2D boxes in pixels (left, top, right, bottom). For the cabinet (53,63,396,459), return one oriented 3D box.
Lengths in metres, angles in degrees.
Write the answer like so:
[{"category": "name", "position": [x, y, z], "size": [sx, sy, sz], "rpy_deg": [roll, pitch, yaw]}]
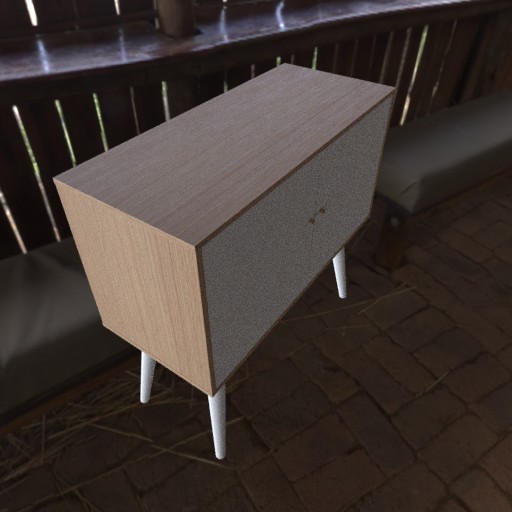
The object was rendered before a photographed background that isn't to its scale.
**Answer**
[{"category": "cabinet", "position": [0.000, 0.000, 1.638], "size": [0.470, 1.016, 1.057], "rpy_deg": [25, 47, 26]}]
